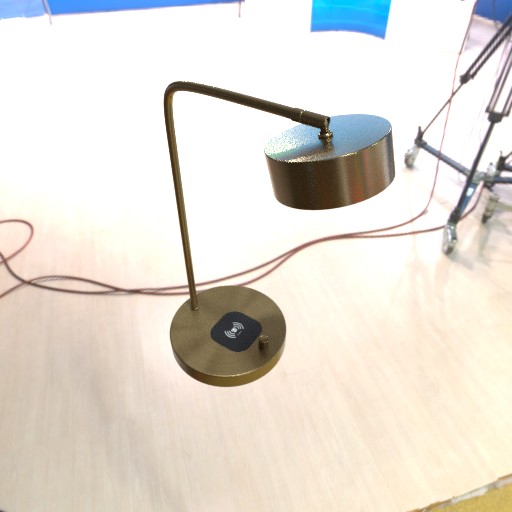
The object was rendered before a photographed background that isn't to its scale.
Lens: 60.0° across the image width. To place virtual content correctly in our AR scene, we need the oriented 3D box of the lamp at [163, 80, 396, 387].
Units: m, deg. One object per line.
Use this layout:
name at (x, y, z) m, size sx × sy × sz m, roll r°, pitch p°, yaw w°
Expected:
lamp at (0.000, 0.000, 0.521) m, size 0.270 × 0.380 × 0.171 m, roll 25°, pitch 47°, yaw 25°
